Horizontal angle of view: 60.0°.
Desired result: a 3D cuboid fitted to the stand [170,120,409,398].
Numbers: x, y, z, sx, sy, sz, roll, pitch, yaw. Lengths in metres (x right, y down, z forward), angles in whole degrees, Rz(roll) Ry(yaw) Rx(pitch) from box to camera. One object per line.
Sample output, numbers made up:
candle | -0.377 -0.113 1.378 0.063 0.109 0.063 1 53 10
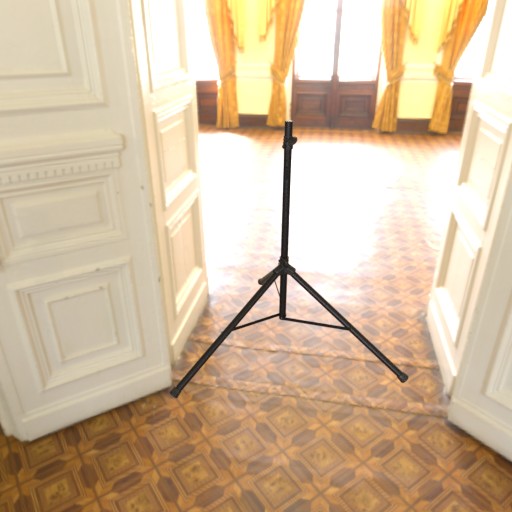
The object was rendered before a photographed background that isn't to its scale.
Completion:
stand | 0.000 0.000 2.768 1.339 1.595 1.596 -18 32 -31
